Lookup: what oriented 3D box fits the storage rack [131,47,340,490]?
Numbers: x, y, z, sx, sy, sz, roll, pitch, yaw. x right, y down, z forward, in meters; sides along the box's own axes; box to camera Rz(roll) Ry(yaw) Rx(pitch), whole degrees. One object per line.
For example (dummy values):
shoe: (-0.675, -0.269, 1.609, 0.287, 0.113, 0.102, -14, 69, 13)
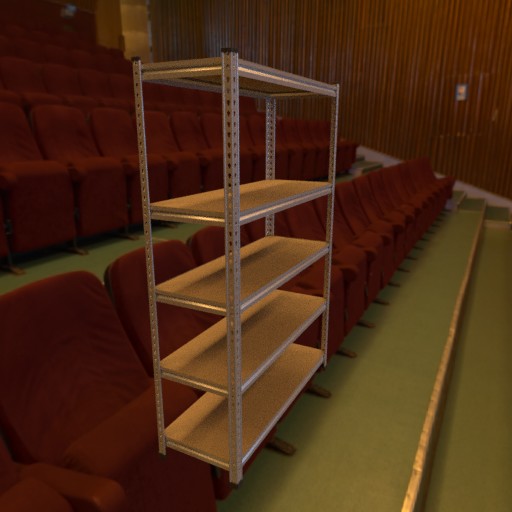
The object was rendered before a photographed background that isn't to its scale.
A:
storage rack: (0.000, 0.000, 2.367, 0.457, 1.829, 1.219, 8, 17, 27)
